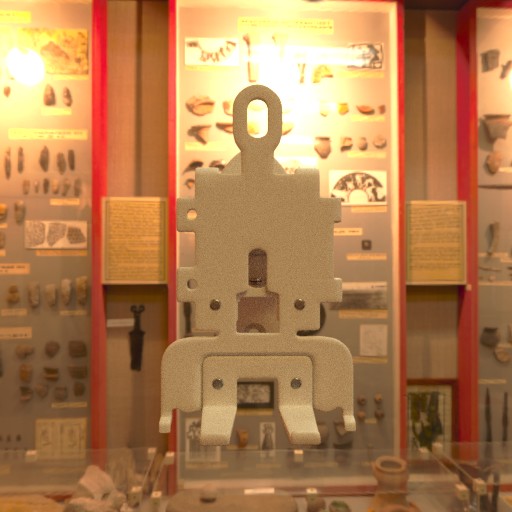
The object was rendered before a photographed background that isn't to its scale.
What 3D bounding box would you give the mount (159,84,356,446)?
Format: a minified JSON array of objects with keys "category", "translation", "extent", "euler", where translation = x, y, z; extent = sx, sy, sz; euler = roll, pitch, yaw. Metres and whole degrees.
[{"category":"mount","translation":[0.000,0.000,0.175],"extent":[0.066,0.118,0.100],"euler":[0,0,-1]}]
